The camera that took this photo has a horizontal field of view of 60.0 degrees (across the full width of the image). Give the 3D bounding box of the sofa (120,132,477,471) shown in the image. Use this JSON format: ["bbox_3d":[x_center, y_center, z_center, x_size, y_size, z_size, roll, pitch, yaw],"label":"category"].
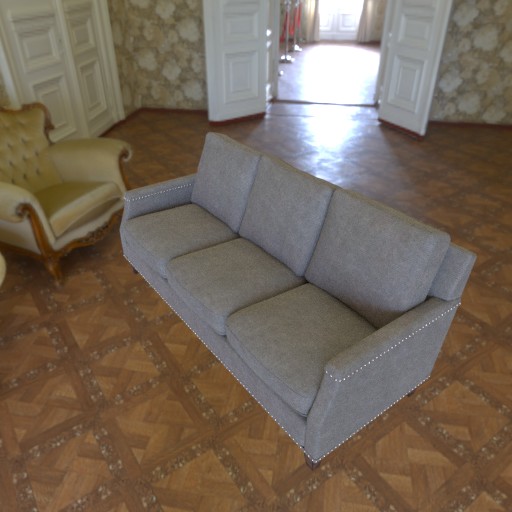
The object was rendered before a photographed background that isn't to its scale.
[{"bbox_3d":[0.000,0.000,2.813,1.034,1.042,2.226,-22,38,-30],"label":"sofa"}]
